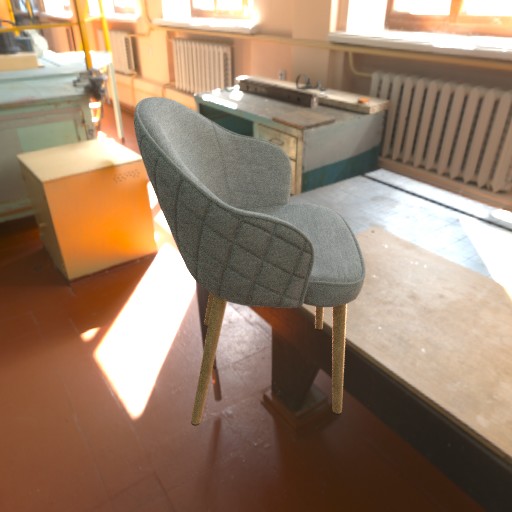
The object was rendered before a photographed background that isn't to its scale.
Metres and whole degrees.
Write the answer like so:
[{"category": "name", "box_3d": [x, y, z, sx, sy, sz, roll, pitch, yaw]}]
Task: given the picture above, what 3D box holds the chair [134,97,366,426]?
[{"category": "chair", "box_3d": [0.000, 0.000, 1.188, 0.530, 0.800, 0.540, -1, 30, -1]}]
